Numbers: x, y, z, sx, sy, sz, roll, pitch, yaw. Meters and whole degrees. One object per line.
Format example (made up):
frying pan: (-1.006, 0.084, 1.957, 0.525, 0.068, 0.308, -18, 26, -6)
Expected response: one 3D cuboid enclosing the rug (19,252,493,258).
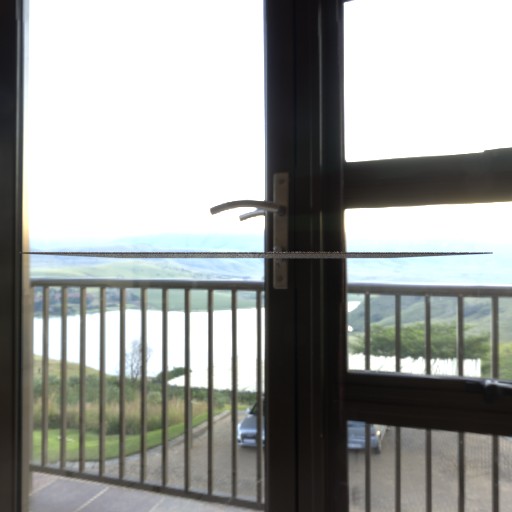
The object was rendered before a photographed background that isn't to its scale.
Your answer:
rug: (0.000, 0.000, 3.692, 2.890, 0.013, 2.005, 0, -1, 0)
